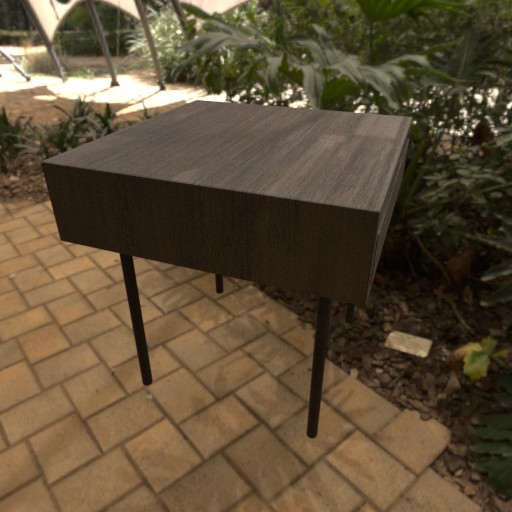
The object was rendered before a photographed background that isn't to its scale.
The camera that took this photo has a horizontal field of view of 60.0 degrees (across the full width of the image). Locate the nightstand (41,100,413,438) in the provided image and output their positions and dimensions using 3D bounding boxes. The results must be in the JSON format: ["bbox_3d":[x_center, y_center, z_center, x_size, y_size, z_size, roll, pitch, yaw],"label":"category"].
[{"bbox_3d":[0.000,0.000,0.915,0.503,0.497,0.502,11,32,18],"label":"nightstand"}]
